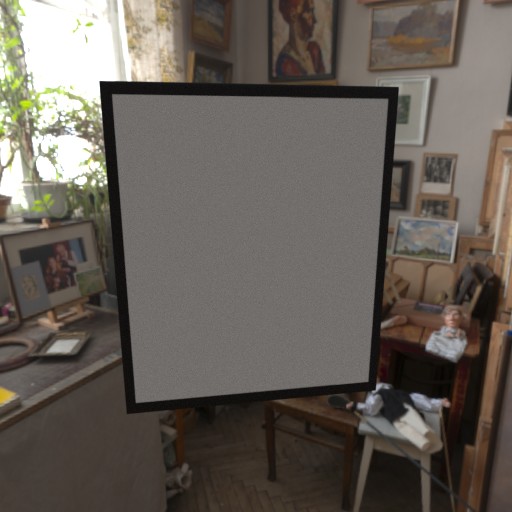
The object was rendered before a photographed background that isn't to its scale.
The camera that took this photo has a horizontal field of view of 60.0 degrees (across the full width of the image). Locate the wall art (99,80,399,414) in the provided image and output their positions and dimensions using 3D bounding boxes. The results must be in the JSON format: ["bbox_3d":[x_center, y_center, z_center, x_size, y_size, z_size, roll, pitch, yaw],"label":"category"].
[{"bbox_3d":[0.000,0.000,0.702,0.430,0.509,0.021,-2,15,-9],"label":"wall art"}]
